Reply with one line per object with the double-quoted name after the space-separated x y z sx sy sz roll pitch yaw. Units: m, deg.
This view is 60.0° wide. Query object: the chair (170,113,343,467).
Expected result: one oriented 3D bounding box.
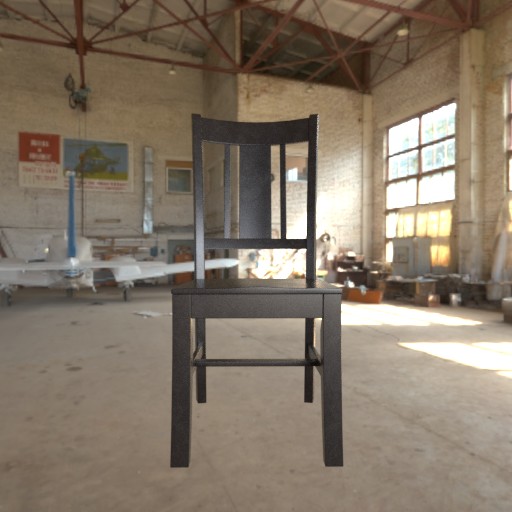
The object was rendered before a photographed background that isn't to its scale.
0.000 0.000 1.314 0.450 0.998 0.555 0 0 -1 "chair"
